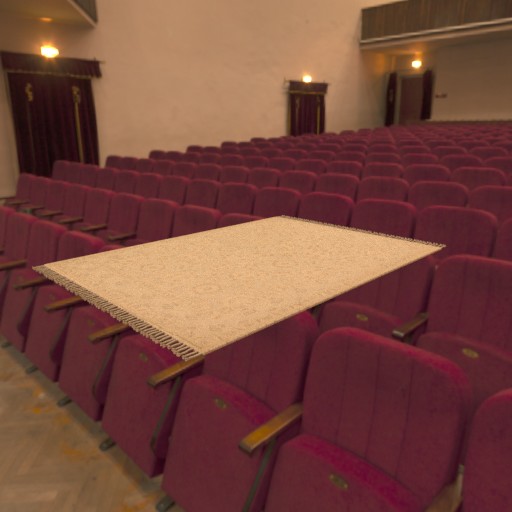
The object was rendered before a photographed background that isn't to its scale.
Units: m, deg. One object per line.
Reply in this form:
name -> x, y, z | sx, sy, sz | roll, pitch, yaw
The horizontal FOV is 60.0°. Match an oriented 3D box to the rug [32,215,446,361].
rug -> 0.000, 0.000, 2.276 | 1.771, 0.015, 1.223 | -16, 23, -43
